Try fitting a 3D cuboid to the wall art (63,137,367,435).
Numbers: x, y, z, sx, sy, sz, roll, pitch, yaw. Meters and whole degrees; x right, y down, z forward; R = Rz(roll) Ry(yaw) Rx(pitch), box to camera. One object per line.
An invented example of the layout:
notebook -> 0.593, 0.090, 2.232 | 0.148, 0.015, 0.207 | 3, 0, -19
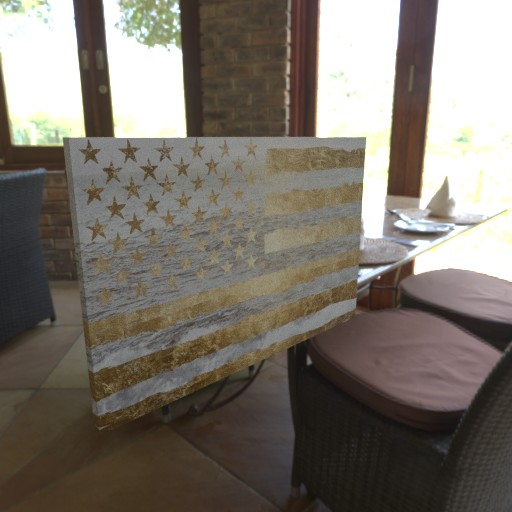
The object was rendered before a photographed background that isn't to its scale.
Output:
wall art -> 0.000, 0.000, 1.177 | 0.932, 0.610, 0.027 | -14, 20, -41
